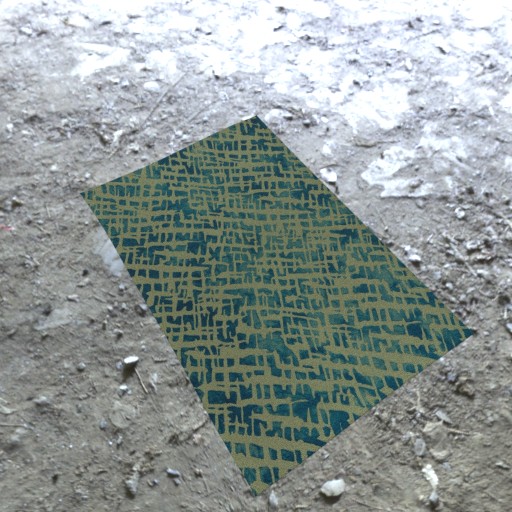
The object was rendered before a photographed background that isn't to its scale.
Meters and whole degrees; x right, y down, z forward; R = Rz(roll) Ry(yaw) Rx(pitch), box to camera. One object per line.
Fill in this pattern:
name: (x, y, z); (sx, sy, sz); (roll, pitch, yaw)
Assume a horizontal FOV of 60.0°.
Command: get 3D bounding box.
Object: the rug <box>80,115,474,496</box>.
rug: (0.000, 0.000, 2.287); (1.209, 0.011, 1.830); (-29, 61, -18)
